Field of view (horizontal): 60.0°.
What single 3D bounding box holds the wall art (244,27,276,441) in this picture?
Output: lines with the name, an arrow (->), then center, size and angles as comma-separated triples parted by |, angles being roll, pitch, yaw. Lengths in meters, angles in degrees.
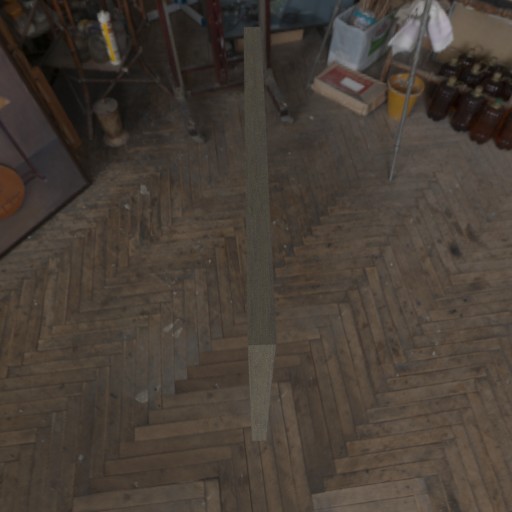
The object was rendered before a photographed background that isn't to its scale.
wall art -> 0.000, 0.000, 1.131 | 0.039, 0.758, 0.758 | -1, 58, -1
